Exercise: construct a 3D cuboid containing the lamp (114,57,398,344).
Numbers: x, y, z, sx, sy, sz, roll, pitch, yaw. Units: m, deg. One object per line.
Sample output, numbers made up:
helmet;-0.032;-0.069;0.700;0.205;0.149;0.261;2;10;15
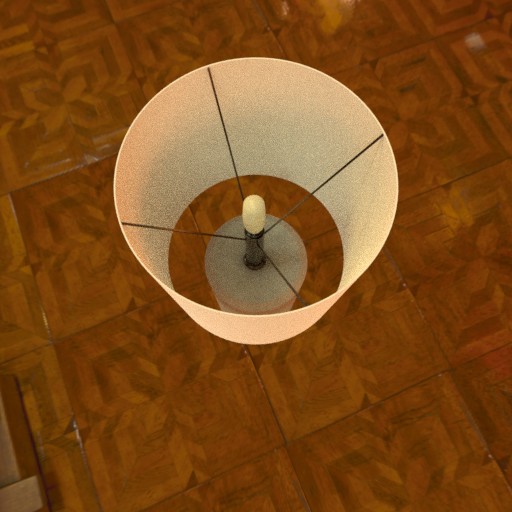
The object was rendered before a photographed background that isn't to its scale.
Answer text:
lamp;0.000;0.000;0.522;0.206;0.416;0.206;-20;75;-6
